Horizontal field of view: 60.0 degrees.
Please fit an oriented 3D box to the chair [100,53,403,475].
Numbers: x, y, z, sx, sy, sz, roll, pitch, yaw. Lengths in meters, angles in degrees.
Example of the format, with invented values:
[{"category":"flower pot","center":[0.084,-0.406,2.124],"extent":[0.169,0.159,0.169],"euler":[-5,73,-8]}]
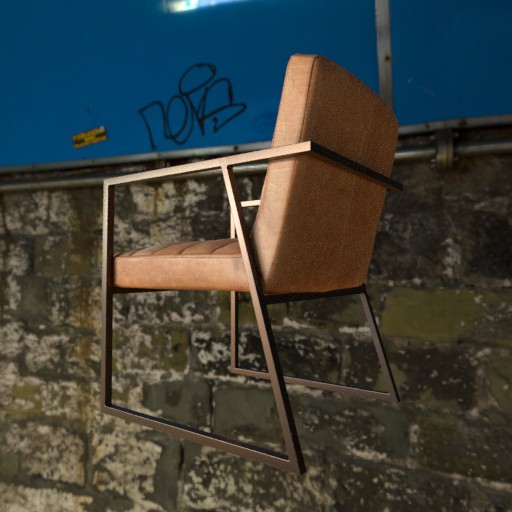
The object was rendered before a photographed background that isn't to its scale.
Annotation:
[{"category":"chair","center":[0.000,0.000,1.239],"extent":[0.677,0.832,0.571],"euler":[-1,-2,36]}]
